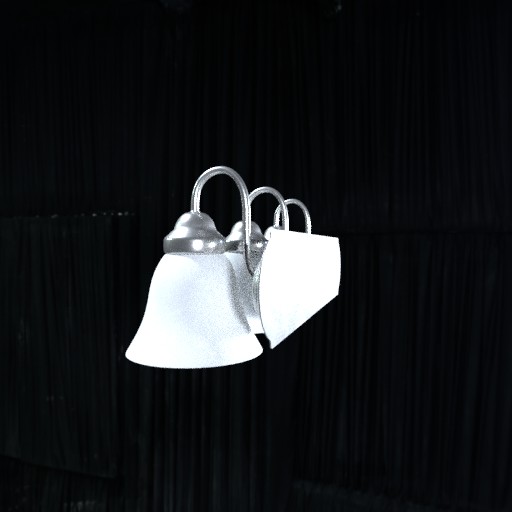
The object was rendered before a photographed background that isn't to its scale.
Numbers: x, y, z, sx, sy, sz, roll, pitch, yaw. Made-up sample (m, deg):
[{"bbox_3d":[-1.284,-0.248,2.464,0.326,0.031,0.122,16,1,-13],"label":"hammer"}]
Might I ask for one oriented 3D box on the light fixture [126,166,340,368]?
[{"bbox_3d":[0.000,0.000,0.719,0.199,0.222,0.610,0,1,17],"label":"light fixture"}]
